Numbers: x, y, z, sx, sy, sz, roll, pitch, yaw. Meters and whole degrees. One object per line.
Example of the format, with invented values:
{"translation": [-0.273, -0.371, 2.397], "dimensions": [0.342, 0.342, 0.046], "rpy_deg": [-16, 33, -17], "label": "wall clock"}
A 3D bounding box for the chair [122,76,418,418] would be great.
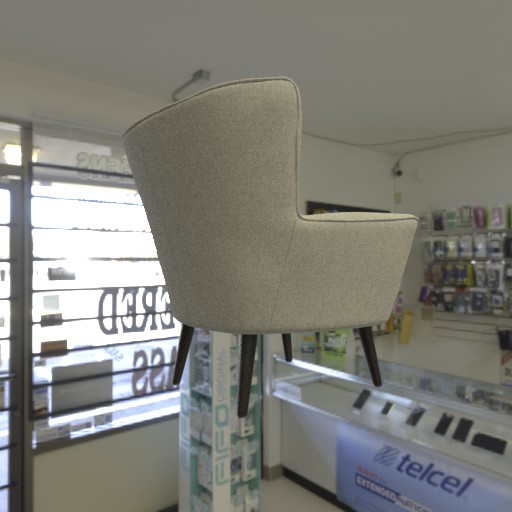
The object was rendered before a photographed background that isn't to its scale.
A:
{"translation": [0.000, 0.000, 1.569], "dimensions": [0.888, 0.933, 0.781], "rpy_deg": [1, -1, -36], "label": "chair"}
